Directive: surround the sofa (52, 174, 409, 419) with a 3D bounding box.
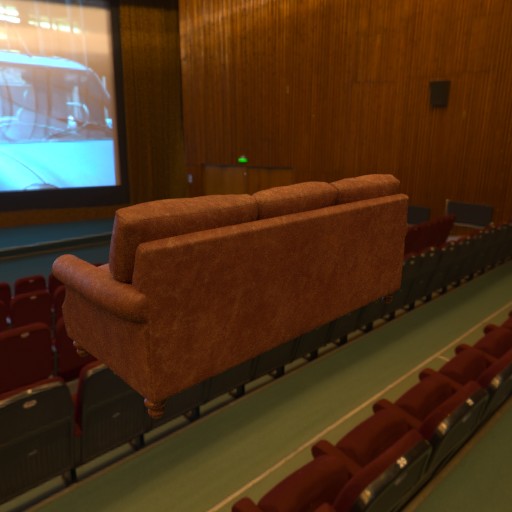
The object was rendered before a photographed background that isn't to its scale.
[{"bbox_3d":[0.000,0.000,2.897,2.351,0.977,0.973,-15,21,-42],"label":"sofa"}]
